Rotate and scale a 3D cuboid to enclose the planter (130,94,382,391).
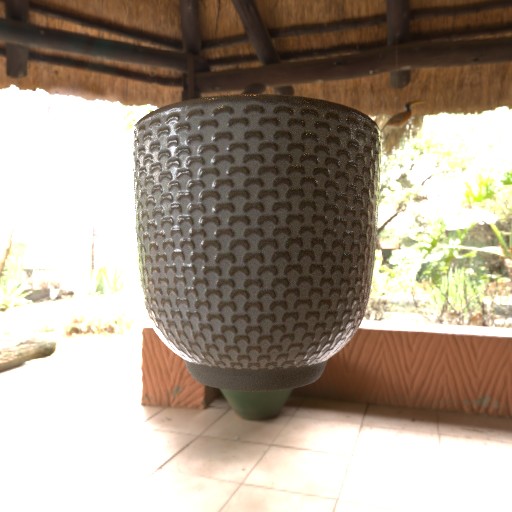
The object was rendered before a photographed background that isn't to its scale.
[{"bbox_3d":[0.000,0.000,0.358,0.197,0.191,0.197,0,-1,0],"label":"planter"}]
